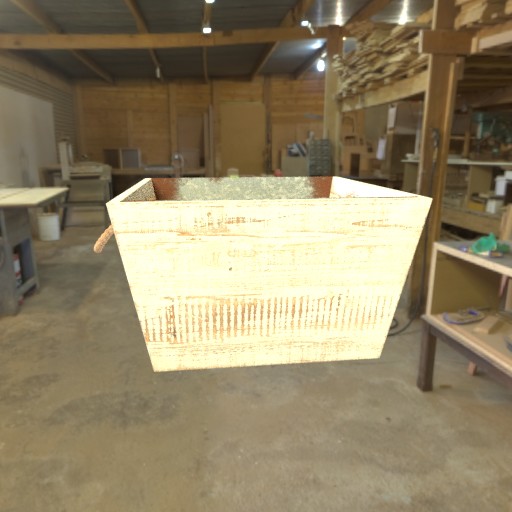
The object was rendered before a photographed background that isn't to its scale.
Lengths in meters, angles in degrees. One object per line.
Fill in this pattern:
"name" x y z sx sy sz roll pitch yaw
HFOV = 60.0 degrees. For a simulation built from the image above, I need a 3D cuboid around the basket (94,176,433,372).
"basket" 0.000 0.000 0.781 0.545 0.247 0.413 -2 14 -7
